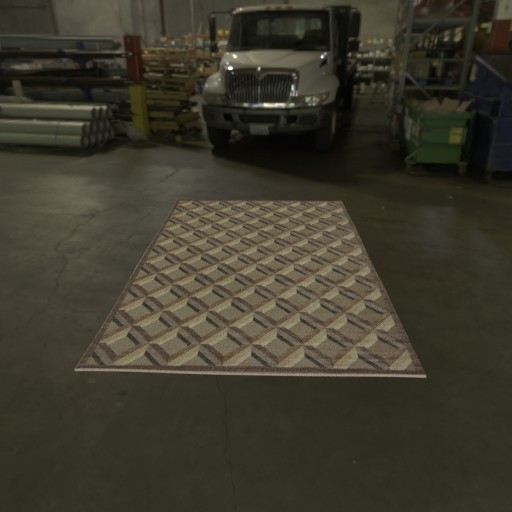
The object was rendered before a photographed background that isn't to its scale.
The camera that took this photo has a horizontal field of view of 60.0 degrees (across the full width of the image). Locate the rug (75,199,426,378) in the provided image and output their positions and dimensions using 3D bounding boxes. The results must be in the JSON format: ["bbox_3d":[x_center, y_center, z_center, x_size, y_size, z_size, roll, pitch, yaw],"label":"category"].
[{"bbox_3d":[0.000,0.000,2.091,1.066,0.011,1.677,1,25,1],"label":"rug"}]
